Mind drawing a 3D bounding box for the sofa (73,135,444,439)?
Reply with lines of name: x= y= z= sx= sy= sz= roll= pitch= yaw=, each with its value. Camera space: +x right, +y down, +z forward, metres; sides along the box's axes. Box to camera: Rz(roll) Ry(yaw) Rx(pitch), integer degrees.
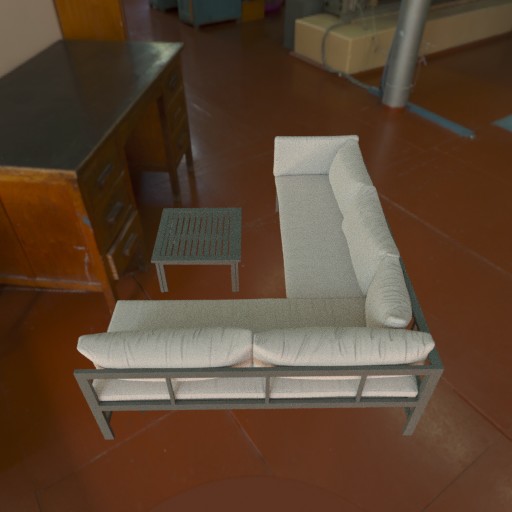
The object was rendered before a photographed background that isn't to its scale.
sofa: x=0.000 y=0.000 z=2.922 sx=1.658 sy=0.758 sz=2.096 roll=-1 pitch=42 yaw=-1
